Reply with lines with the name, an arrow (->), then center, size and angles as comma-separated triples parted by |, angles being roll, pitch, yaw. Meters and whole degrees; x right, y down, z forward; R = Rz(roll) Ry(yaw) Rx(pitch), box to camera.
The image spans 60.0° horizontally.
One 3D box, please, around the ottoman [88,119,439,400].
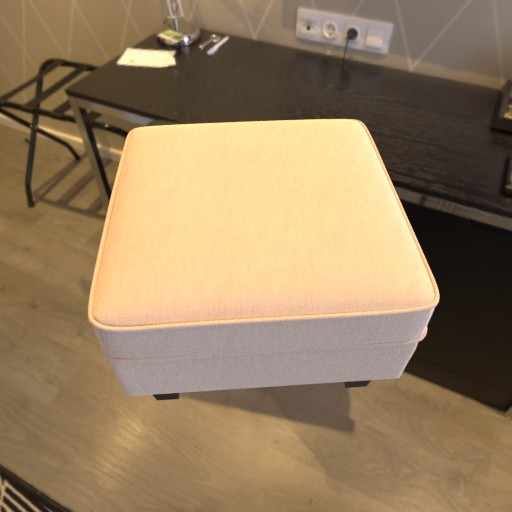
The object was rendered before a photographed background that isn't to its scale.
ottoman -> 0.000, 0.000, 1.058 | 0.613, 0.438, 0.616 | -3, 48, -3
